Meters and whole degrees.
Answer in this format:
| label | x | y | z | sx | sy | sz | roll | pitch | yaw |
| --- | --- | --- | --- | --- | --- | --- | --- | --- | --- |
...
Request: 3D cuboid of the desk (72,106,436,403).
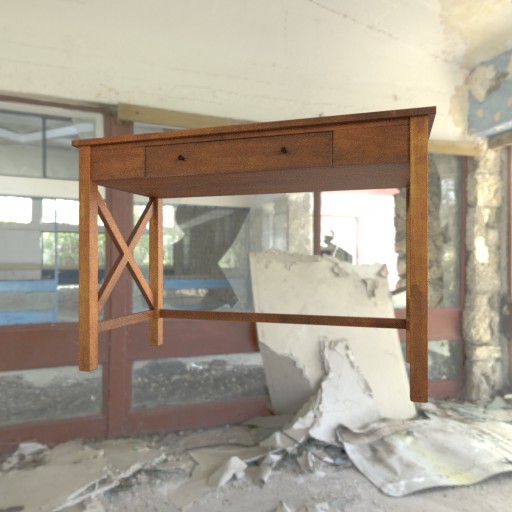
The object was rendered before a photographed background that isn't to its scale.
| label | x | y | z | sx | sy | sz | roll | pitch | yaw |
| --- | --- | --- | --- | --- | --- | --- | --- | --- | --- |
| desk | 0.000 | 0.000 | 1.531 | 1.117 | 0.762 | 0.508 | 0 | 0 | 17 |
